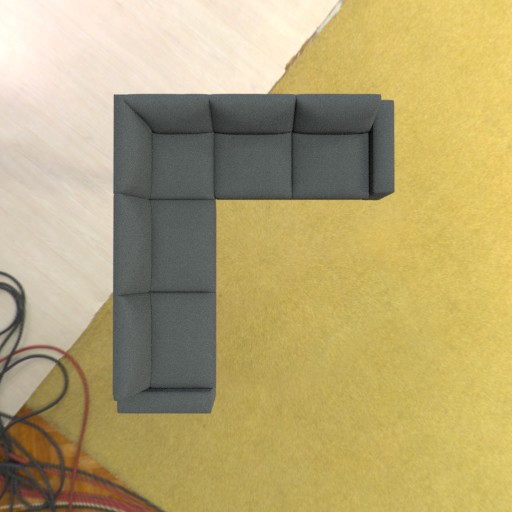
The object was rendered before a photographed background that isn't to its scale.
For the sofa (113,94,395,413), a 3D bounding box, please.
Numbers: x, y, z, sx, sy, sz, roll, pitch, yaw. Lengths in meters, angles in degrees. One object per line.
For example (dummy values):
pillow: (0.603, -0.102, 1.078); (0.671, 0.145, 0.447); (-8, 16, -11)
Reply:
sofa: (0.000, 0.000, 4.744); (2.895, 0.965, 3.277); (0, 89, 0)
